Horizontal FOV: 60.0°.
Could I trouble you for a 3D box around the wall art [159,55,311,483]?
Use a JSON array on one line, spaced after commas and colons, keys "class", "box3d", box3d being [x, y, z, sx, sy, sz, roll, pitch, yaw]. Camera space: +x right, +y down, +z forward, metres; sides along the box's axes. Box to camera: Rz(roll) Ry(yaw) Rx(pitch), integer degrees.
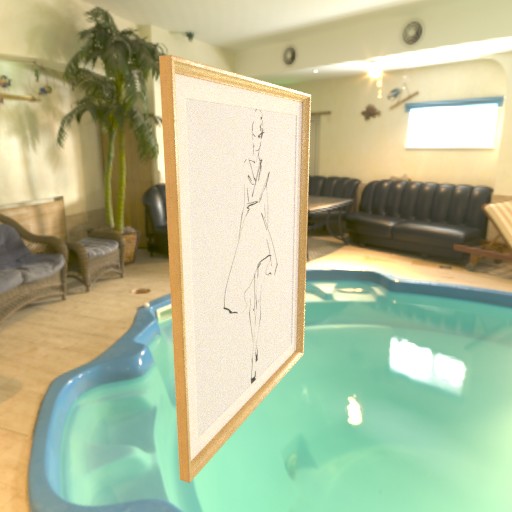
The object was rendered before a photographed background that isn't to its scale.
[{"class": "wall art", "box3d": [0.000, 0.000, 1.349, 0.030, 1.002, 0.798, 7, 16, 26]}]
